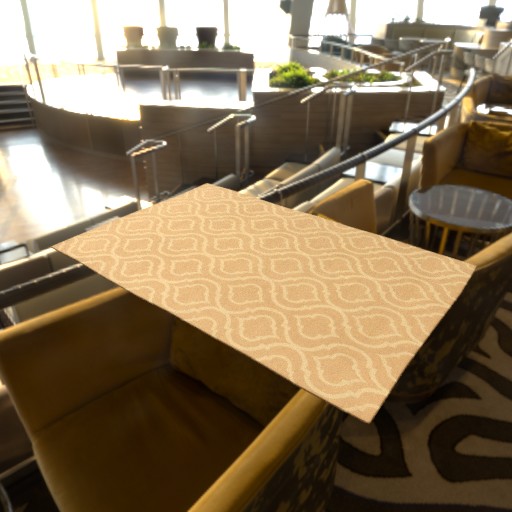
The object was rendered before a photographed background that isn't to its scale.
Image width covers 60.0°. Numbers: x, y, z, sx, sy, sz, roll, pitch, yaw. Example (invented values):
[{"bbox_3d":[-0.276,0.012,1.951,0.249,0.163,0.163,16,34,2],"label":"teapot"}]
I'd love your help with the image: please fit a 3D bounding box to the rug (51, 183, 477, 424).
[{"bbox_3d":[0.000,0.000,2.159,1.761,0.013,1.152,22,36,32],"label":"rug"}]
